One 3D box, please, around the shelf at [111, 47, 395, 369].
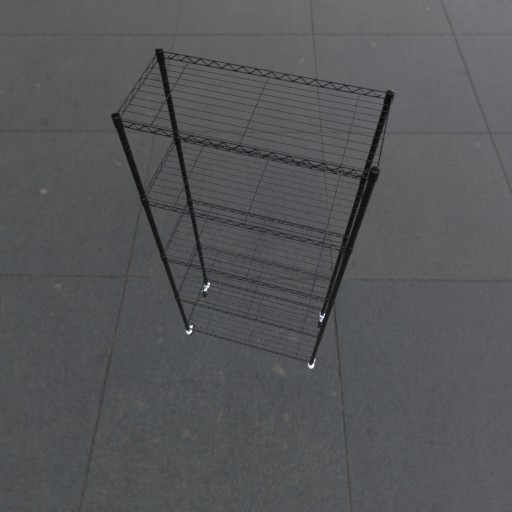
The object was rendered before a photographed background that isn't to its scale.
[{"bbox_3d":[0.000,0.000,1.953,0.762,1.645,0.356,14,59,8],"label":"shelf"}]
